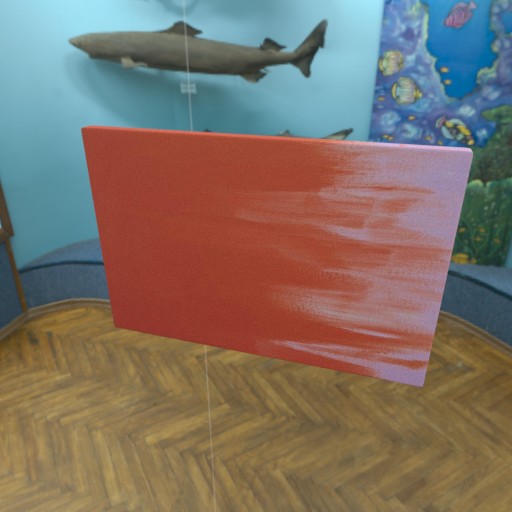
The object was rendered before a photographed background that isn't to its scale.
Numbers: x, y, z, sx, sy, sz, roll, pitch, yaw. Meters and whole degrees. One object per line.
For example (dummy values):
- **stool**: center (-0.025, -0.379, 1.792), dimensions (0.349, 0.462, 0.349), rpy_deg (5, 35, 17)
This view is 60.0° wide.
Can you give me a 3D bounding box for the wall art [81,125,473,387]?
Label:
- **wall art**: center (0.000, 0.000, 1.147), dimensions (0.913, 0.609, 0.040), rpy_deg (8, 27, 15)
